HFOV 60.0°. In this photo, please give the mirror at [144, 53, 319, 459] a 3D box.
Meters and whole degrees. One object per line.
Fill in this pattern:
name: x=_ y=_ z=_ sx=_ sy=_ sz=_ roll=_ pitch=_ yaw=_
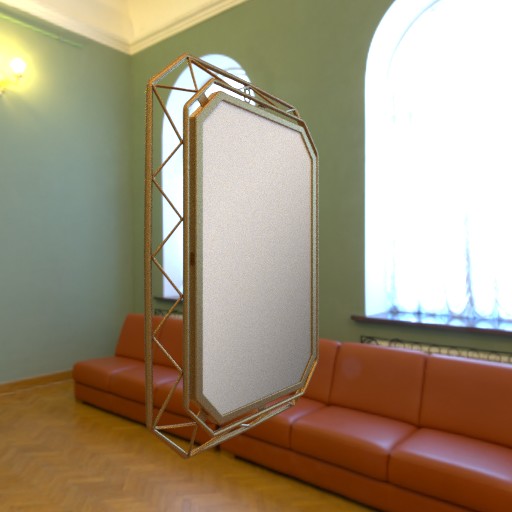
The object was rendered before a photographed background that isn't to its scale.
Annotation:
mirror: x=0.000 y=0.000 z=0.710 sx=0.042 sy=0.566 sz=0.417 roll=0 pitch=0 yaw=37
